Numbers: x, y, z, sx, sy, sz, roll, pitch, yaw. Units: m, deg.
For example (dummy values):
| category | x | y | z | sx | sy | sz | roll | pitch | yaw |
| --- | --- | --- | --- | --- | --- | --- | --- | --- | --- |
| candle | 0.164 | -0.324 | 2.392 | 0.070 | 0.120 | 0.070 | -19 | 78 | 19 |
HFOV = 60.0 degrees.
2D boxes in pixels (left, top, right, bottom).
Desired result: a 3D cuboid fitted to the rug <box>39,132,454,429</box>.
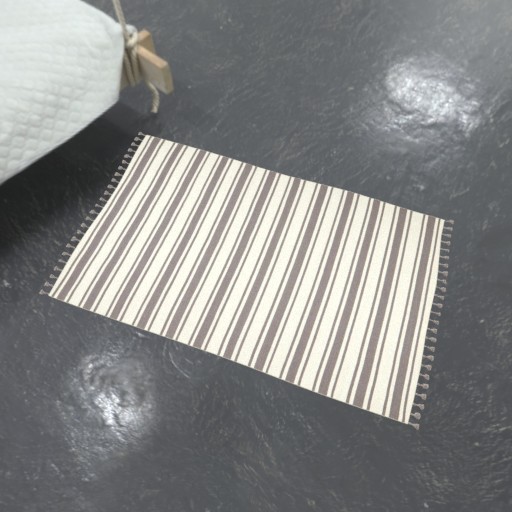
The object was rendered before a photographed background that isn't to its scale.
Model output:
| category | x | y | z | sx | sy | sz | roll | pitch | yaw |
| --- | --- | --- | --- | --- | --- | --- | --- | --- | --- |
| rug | 0.000 | 0.000 | 2.520 | 2.096 | 0.011 | 1.229 | 18 | 64 | 9 |
